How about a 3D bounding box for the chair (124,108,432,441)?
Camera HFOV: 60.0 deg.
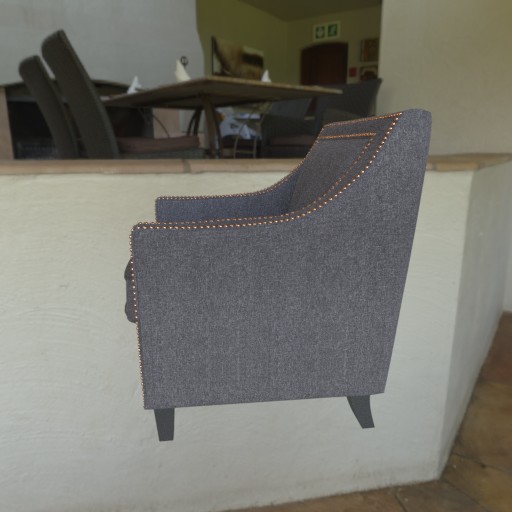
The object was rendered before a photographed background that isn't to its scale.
[{"bbox_3d":[0.000,0.000,1.602,0.884,0.967,0.776,-2,14,-7],"label":"chair"}]
